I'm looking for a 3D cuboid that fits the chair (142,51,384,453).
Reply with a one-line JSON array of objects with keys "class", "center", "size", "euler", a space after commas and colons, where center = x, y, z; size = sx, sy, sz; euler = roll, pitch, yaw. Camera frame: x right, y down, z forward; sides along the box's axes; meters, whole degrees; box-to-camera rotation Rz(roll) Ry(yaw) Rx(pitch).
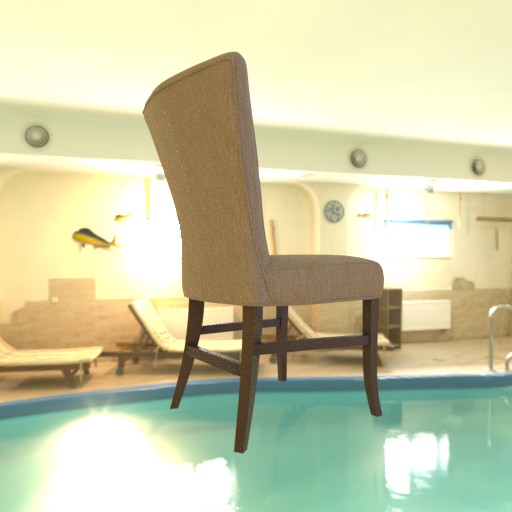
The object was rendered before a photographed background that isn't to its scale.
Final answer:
[{"class": "chair", "center": [0.000, 0.000, 1.397], "size": [0.660, 0.991, 0.520], "euler": [0, 0, -36]}]
